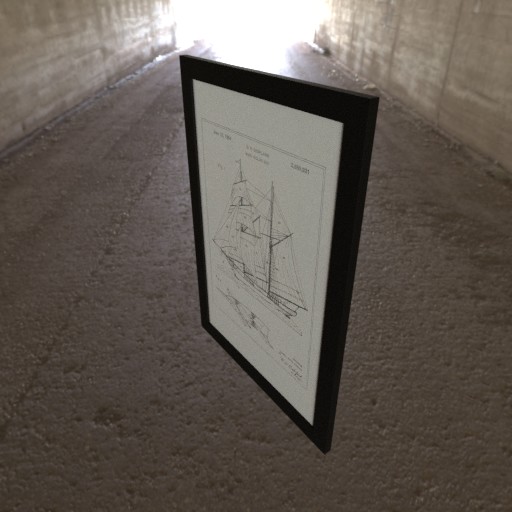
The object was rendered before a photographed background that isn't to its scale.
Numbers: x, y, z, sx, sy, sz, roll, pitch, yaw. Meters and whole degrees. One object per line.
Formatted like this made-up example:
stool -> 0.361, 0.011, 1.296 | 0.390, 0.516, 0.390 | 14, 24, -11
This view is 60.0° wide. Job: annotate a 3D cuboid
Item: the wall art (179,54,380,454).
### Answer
wall art -> 0.000, 0.000, 0.589 | 0.011, 0.459, 0.326 | -21, 37, -30
